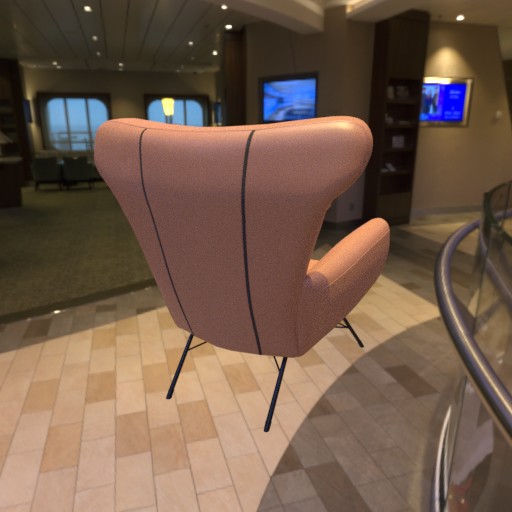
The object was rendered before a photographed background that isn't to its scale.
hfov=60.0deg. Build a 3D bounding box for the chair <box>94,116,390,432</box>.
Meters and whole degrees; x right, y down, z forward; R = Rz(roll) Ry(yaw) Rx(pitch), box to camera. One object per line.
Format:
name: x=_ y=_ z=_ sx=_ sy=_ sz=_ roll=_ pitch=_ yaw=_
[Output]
chair: x=0.000 y=0.000 z=1.767 sx=0.980 sy=1.050 sz=0.900 roll=8 pitch=18 yaw=26
